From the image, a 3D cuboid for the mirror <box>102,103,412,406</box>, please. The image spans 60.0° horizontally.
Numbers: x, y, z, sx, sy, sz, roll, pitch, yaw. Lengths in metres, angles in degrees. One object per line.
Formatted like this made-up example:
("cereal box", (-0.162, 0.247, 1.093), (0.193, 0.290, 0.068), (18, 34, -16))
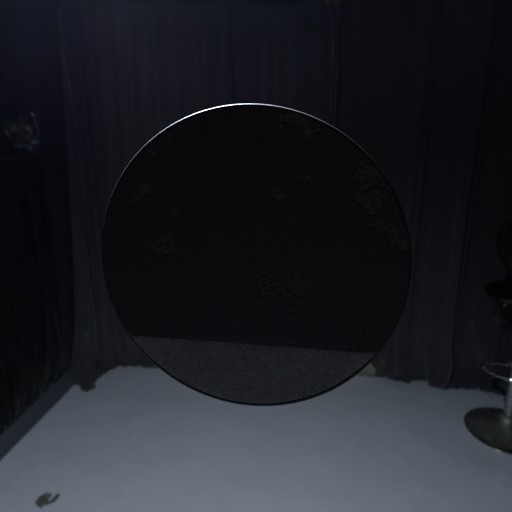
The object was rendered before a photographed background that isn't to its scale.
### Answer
("mirror", (0.000, 0.000, 0.603), (0.386, 0.386, 0.126), (2, 15, 9))
